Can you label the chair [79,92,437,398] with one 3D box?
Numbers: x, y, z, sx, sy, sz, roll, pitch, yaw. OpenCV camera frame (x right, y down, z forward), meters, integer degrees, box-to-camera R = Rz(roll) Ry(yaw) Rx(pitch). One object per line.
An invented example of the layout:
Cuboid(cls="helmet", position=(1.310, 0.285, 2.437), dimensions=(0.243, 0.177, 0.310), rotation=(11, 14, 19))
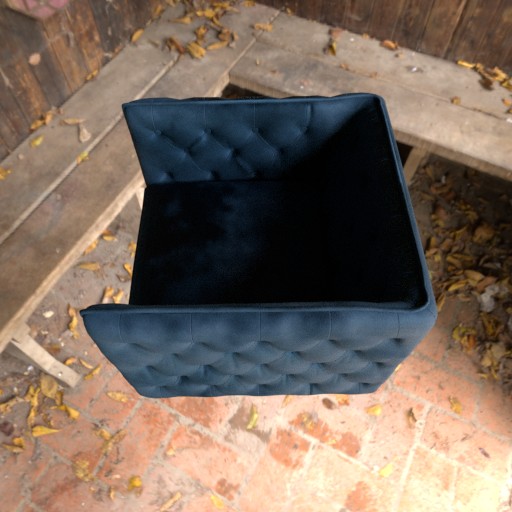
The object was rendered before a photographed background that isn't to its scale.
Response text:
Cuboid(cls="chair", position=(0.000, 0.000, 1.568), dimensions=(0.877, 0.771, 0.868), rotation=(-1, 59, -1))
